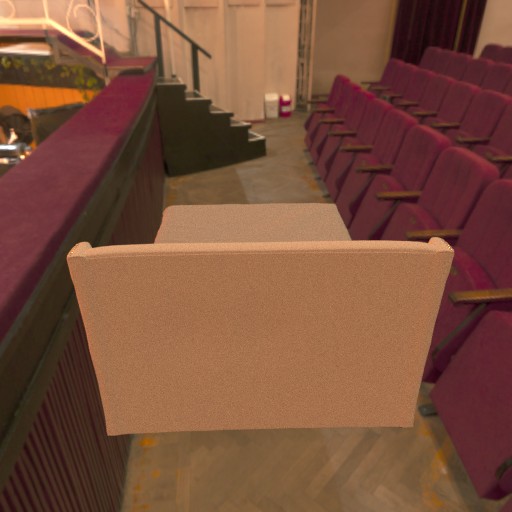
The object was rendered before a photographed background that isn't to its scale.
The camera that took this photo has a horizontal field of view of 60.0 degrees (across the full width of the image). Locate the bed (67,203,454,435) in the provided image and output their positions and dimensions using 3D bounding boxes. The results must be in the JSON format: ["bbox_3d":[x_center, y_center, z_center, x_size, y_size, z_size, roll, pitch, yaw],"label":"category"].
[{"bbox_3d":[0.000,0.000,3.446,1.925,1.332,2.276,-1,29,-1],"label":"bed"}]
